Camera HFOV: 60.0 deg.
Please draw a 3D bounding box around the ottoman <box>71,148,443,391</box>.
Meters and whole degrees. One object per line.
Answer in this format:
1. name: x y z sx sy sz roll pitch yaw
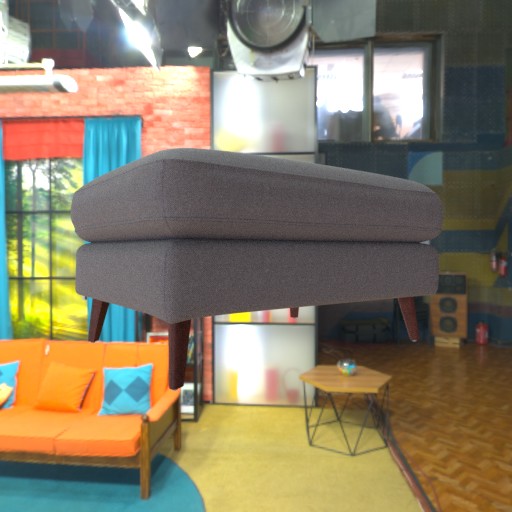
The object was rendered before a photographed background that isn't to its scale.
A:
1. ottoman: 0.000 0.000 1.154 0.811 0.449 0.608 -1 1 -36
